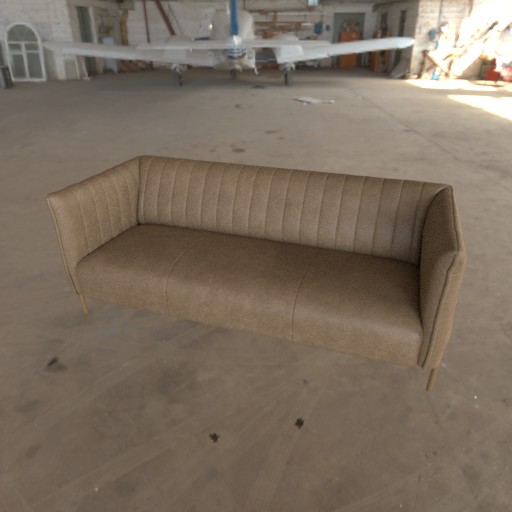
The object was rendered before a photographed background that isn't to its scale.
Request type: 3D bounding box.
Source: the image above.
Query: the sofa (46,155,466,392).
[{"bbox_3d":[0.000,0.000,2.419,1.980,0.779,0.876,9,28,17],"label":"sofa"}]
